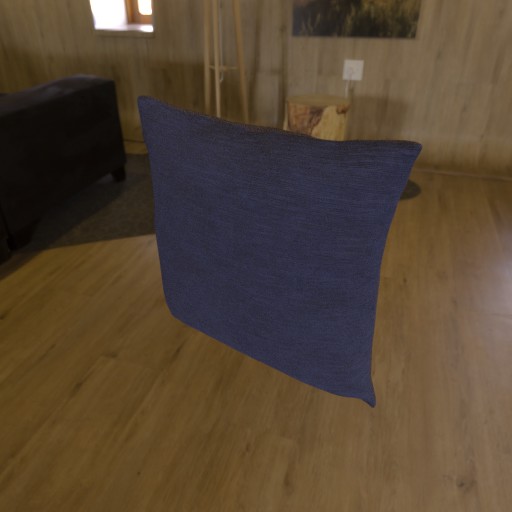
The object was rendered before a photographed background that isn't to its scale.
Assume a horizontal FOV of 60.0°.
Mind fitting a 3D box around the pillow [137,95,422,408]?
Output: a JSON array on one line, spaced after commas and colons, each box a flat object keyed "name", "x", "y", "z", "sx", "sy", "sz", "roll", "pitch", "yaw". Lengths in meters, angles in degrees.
[{"name": "pillow", "x": 0.000, "y": 0.000, "z": 0.705, "sx": 0.452, "sy": 0.439, "sz": 0.204, "roll": 19, "pitch": 36, "yaw": 28}]
